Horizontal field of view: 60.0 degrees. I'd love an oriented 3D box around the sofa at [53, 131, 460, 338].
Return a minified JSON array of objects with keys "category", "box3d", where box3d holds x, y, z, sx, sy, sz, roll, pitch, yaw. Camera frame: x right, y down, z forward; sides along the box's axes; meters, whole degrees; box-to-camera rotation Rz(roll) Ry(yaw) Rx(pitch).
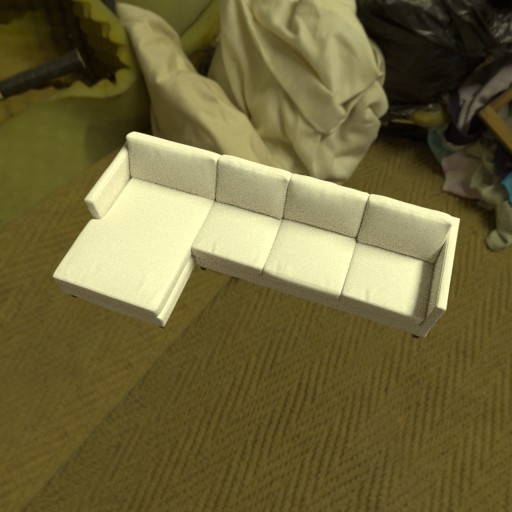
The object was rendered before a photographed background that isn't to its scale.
[{"category":"sofa","box3d":[0.000,0.000,3.917,3.186,0.846,1.625,17,60,10]}]
